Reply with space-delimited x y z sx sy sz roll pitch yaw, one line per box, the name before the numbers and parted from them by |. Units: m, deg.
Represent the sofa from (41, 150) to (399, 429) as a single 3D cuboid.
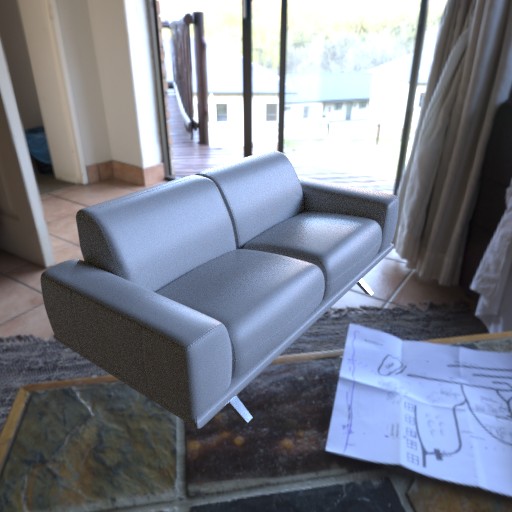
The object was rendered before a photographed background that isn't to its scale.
sofa | 0.000 0.000 2.357 0.900 0.772 1.901 18 31 32
